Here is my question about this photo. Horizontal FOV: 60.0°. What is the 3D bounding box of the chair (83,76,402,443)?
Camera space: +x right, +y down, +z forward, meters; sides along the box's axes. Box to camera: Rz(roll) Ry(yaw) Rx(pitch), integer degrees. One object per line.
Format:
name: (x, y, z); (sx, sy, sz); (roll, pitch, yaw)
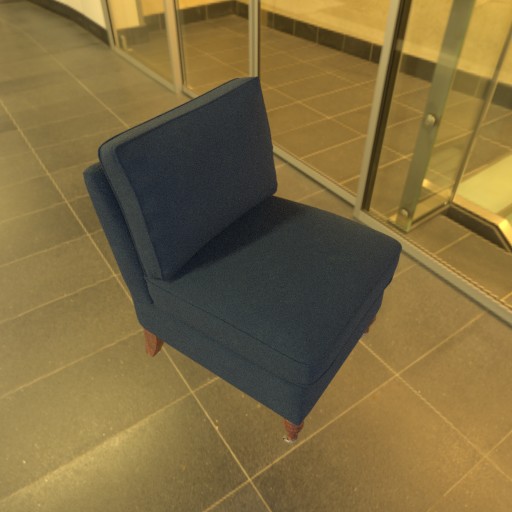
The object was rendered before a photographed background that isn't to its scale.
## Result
chair: (0.000, 0.000, 1.679); (0.912, 1.052, 0.724); (25, 47, 26)
